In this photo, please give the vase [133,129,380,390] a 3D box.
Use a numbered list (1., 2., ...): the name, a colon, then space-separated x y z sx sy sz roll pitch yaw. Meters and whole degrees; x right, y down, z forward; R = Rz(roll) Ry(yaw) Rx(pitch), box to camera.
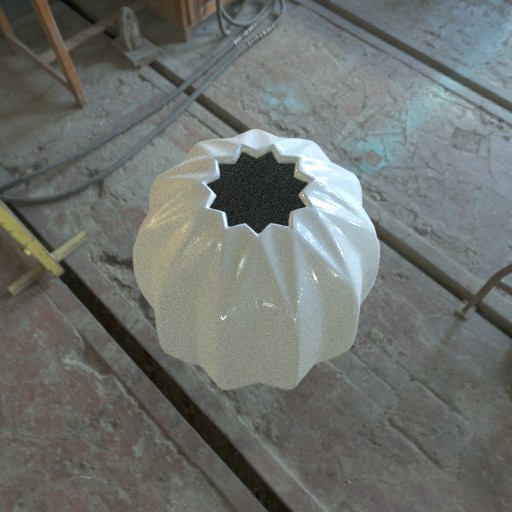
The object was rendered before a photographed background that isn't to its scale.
1. vase: 0.000 0.000 0.253 0.139 0.134 0.139 0 62 0
